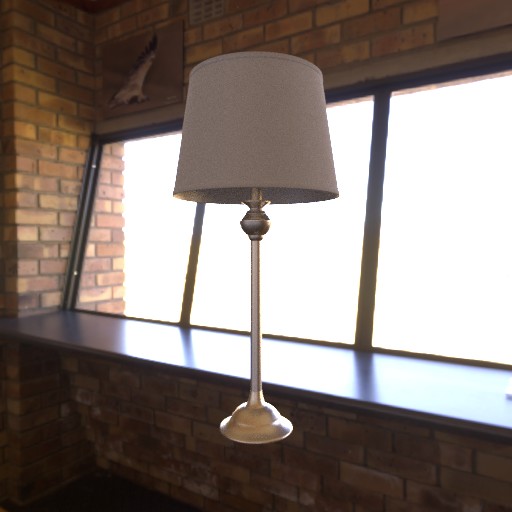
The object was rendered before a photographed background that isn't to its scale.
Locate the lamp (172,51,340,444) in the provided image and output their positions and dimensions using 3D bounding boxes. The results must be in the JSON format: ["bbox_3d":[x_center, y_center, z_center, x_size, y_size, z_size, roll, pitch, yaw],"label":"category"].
[{"bbox_3d":[0.000,0.000,0.888,0.331,0.698,0.331,0,1,0],"label":"lamp"}]
